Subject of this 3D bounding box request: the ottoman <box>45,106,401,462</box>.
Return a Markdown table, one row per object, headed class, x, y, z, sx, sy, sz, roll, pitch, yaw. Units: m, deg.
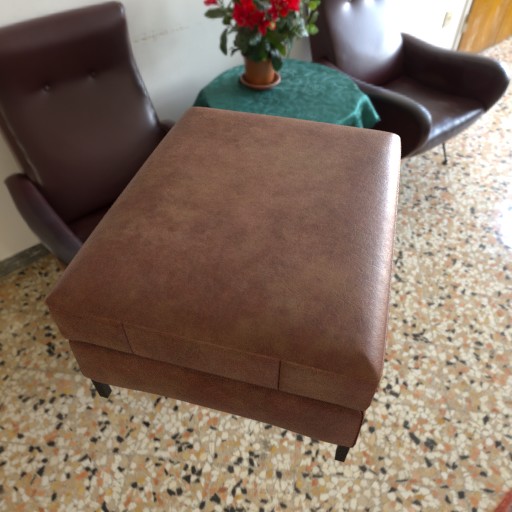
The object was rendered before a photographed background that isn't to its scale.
| class | x | y | z | sx | sy | sz | roll | pitch | yaw |
| --- | --- | --- | --- | --- | --- | --- | --- | --- | --- |
| ottoman | 0.000 | 0.000 | 1.749 | 0.965 | 0.667 | 1.186 | 11 | 48 | 10 |
